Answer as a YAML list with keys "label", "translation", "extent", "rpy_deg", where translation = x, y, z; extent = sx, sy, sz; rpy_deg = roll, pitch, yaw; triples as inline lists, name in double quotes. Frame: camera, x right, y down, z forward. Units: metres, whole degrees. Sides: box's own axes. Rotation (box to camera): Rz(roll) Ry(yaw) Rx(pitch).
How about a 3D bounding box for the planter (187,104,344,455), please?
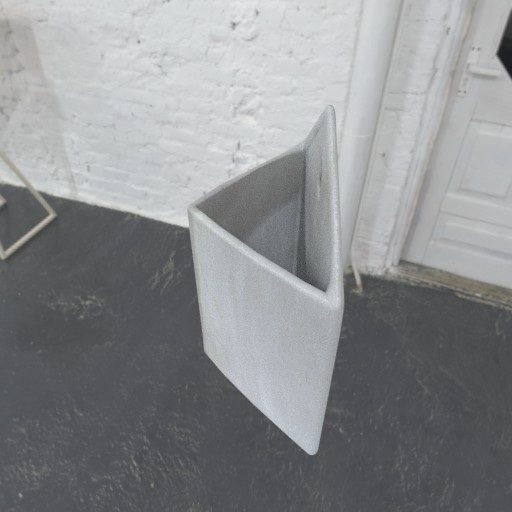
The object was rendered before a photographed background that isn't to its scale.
- label: "planter"
  translation: [0.000, 0.000, 0.279]
  extent: [0.080, 0.194, 0.163]
  rpy_deg: [0, 40, 0]
